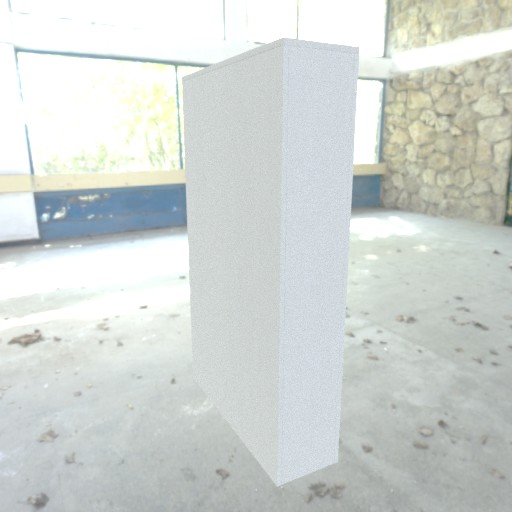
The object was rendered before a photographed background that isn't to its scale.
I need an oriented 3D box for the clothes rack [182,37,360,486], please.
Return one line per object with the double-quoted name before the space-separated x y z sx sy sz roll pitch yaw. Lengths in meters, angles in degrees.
"clothes rack" 0.000 0.000 1.595 0.250 1.280 0.750 -7 16 -27
